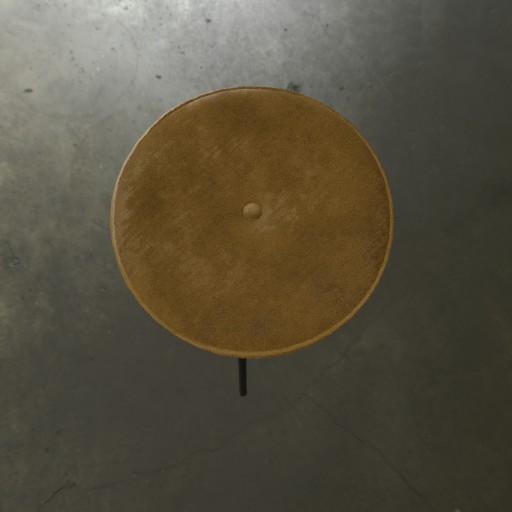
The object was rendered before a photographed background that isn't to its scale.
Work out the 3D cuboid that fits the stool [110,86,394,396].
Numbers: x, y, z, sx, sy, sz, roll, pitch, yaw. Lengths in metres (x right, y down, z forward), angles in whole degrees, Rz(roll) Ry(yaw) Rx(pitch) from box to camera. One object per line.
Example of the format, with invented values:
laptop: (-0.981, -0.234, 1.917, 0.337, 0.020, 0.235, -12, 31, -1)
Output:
stool: (0.000, 0.000, 0.934, 0.472, 0.595, 0.438, -38, 79, -8)
